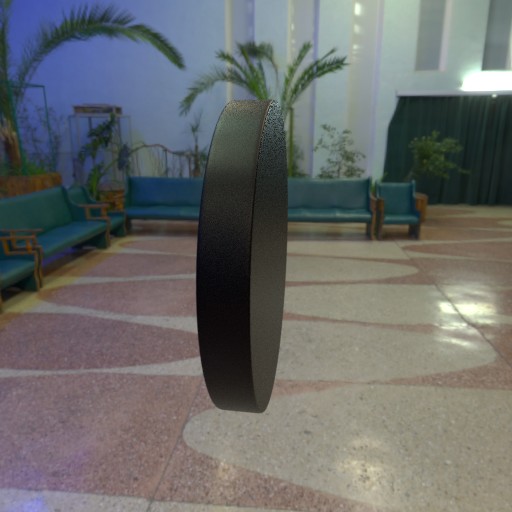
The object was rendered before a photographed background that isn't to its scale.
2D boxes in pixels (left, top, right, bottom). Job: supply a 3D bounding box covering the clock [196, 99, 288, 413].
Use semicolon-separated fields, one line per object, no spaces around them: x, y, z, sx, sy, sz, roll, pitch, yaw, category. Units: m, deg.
0.000;0.000;0.471;0.040;0.314;0.314;2;16;9;clock
